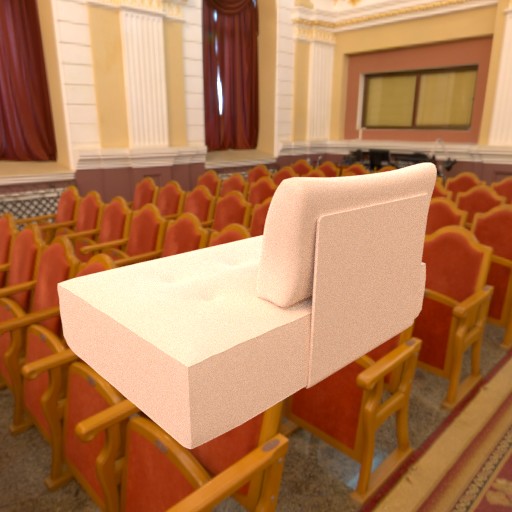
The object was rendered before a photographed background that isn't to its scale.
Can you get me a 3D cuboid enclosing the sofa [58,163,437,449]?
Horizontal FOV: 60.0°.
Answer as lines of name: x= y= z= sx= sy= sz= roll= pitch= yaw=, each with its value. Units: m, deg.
sofa: x=0.000 y=0.000 z=2.036 sx=1.450 sy=0.820 sz=1.000 roll=-15 pitch=22 yaw=-42
